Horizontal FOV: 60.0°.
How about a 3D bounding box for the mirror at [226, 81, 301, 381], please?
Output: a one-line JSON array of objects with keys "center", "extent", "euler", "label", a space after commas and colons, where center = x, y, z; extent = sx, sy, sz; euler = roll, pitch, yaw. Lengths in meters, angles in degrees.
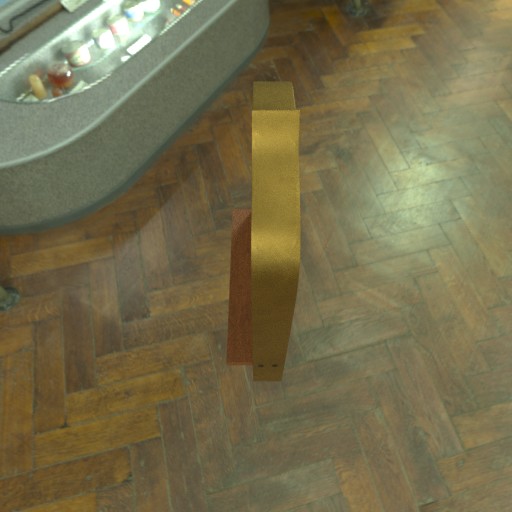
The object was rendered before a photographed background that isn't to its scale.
[{"center": [0.000, 0.000, 0.743], "extent": [0.096, 0.613, 0.323], "euler": [0, 59, 0], "label": "mirror"}]
